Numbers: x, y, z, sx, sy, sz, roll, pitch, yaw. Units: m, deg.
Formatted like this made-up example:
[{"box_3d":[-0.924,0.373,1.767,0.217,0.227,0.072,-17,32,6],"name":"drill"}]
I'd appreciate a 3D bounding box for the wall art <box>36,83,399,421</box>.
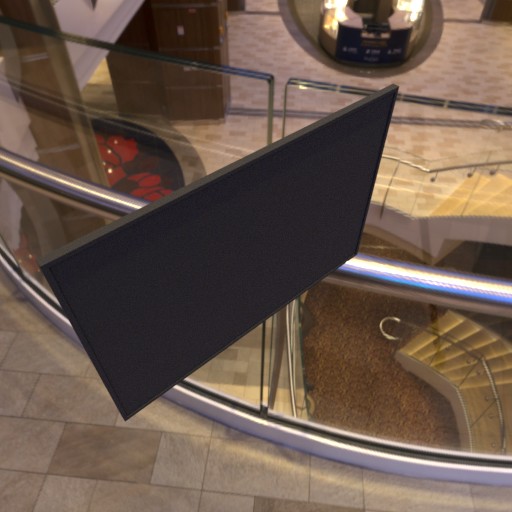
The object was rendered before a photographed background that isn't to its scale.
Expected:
[{"box_3d":[0.000,0.000,1.475,1.190,0.805,0.028,-32,55,-26],"name":"wall art"}]
